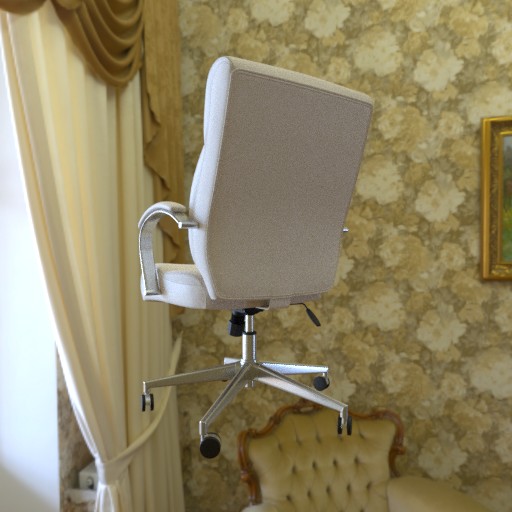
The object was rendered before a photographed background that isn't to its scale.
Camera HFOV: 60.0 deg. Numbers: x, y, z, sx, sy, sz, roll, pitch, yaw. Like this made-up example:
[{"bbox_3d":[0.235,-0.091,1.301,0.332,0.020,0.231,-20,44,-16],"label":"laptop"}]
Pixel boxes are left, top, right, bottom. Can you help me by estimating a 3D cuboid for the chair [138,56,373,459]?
[{"bbox_3d":[0.000,0.000,1.590,0.727,1.099,0.745,-1,1,-34],"label":"chair"}]
